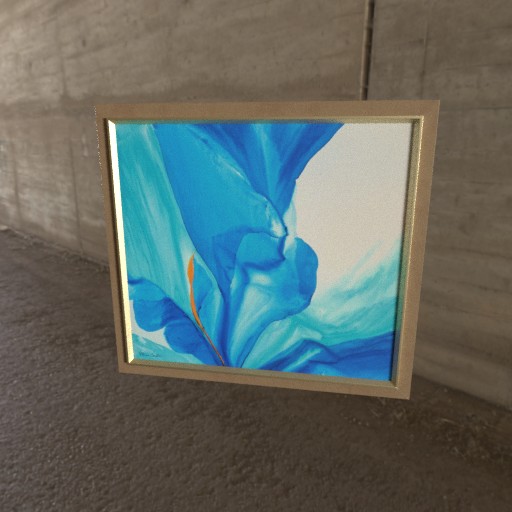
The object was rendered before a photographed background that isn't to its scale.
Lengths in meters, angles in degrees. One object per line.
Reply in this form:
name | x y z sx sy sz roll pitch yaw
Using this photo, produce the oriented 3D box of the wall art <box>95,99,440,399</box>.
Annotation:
wall art | 0.000 0.000 1.620 1.168 1.067 0.025 3 15 9
